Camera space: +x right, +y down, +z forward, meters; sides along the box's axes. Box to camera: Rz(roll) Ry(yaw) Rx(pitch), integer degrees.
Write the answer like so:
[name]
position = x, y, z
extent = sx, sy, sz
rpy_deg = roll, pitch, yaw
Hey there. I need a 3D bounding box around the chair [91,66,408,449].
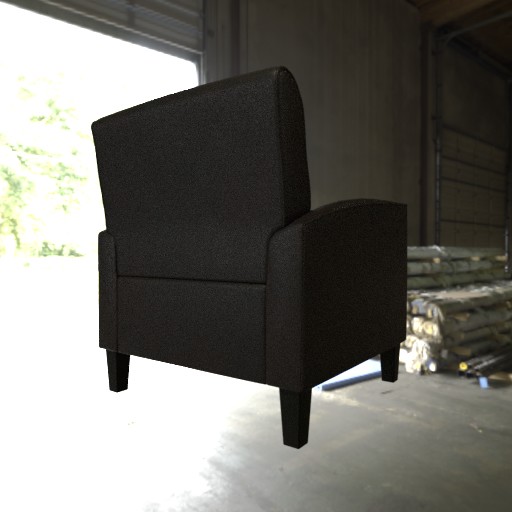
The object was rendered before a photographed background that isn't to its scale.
[chair]
position = 0.000, 0.000, 1.548
extent = 0.820, 0.916, 0.819
rpy_deg = 1, 1, 36
